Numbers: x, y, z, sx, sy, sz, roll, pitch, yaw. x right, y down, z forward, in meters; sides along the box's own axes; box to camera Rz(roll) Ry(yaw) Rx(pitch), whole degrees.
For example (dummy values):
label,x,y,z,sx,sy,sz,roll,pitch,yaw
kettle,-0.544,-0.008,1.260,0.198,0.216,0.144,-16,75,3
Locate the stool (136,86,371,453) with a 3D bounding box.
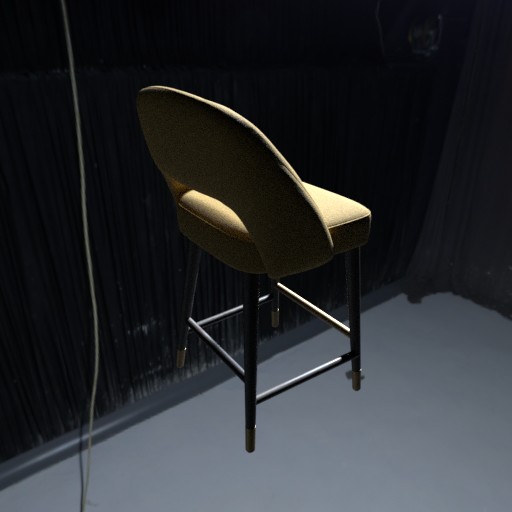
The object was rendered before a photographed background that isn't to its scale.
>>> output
label,x,y,z,sx,sy,sz,roll,pitch,yaw
stool,0.000,0.000,1.281,0.522,0.939,0.536,-17,31,-31
